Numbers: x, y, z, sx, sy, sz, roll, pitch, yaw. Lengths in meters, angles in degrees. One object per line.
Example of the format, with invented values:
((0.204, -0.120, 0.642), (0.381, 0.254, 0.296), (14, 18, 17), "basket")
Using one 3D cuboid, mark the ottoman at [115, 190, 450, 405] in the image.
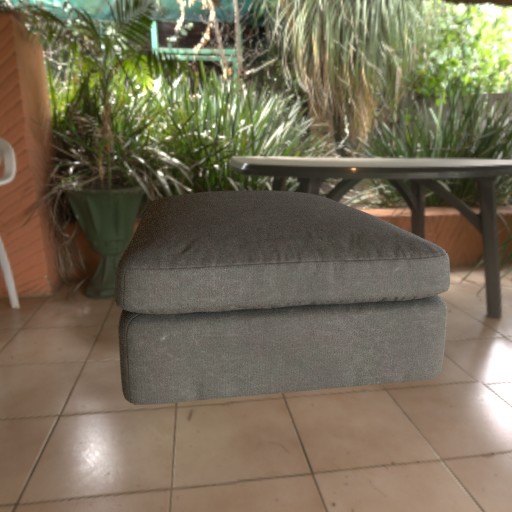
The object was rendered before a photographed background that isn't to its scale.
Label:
((0.000, 0.000, 1.611), (0.840, 0.429, 1.199), (-2, 14, -9), "ottoman")
